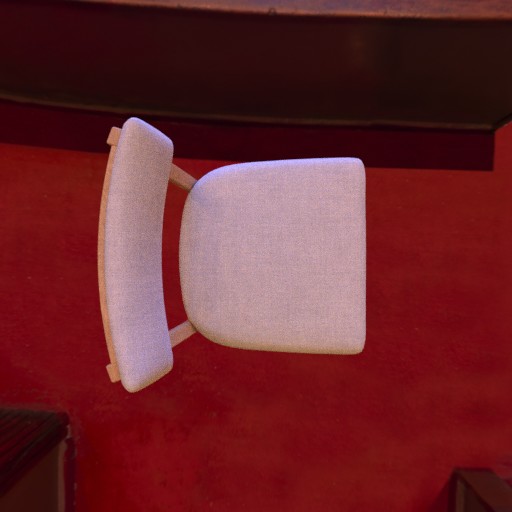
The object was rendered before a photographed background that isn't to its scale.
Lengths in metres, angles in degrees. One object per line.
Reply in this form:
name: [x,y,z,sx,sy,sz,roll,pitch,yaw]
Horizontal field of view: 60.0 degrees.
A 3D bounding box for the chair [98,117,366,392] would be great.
chair: [0.000,0.000,1.180,0.572,0.832,0.508,0,90,0]
